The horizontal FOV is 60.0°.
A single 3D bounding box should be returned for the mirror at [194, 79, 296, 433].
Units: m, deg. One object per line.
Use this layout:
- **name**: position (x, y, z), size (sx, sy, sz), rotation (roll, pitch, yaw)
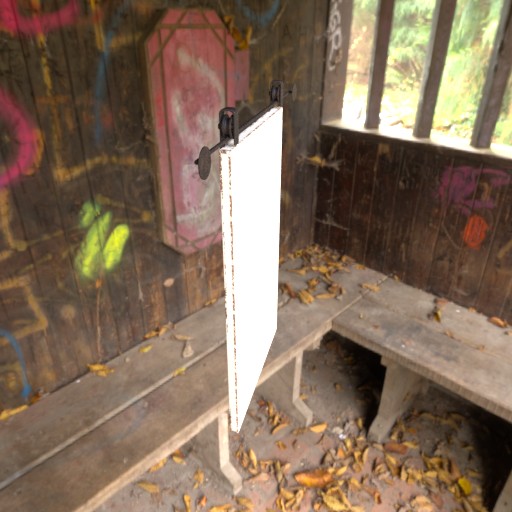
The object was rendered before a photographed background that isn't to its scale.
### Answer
- **mirror**: position (0.000, 0.000, 1.200), size (0.037, 0.844, 0.808), rotation (7, 29, 13)
